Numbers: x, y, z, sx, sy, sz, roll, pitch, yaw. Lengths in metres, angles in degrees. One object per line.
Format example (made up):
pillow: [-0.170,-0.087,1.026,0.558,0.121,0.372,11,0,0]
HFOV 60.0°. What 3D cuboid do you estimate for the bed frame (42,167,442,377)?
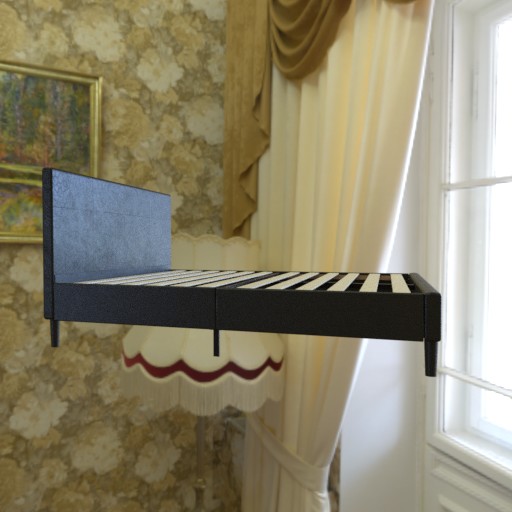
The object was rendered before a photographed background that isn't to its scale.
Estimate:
bed frame: [0.000,0.000,2.970,2.152,1.046,1.469,0,1,16]
